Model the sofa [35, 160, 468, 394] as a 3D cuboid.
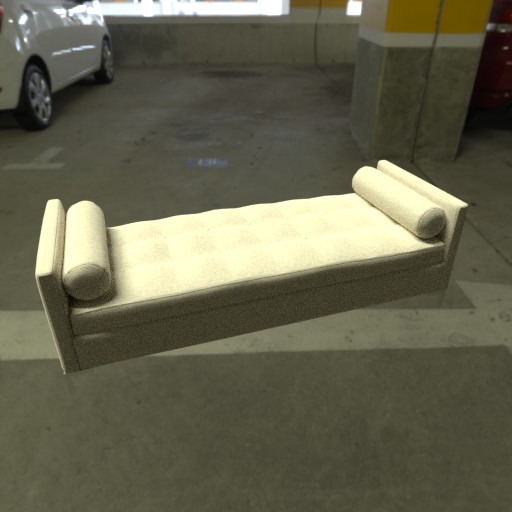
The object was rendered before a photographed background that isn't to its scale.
[{"bbox_3d":[0.000,0.000,2.478,2.102,0.655,0.797,-10,32,-16],"label":"sofa"}]
